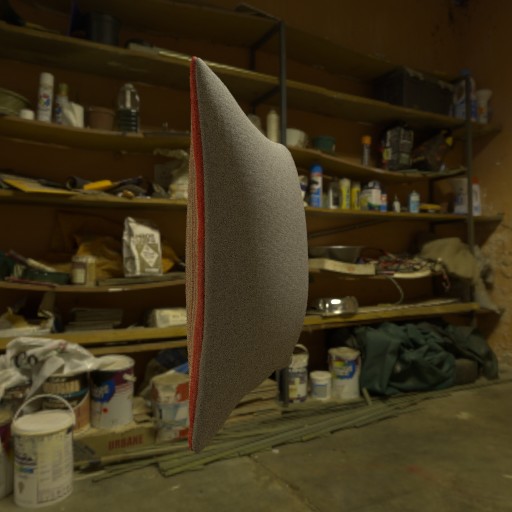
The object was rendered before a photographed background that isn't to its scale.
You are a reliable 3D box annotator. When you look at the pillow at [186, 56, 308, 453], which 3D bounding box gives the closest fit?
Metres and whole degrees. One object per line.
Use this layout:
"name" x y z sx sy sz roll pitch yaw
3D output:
"pillow" 0.000 0.000 0.664 0.136 0.419 0.437 0 -1 18
